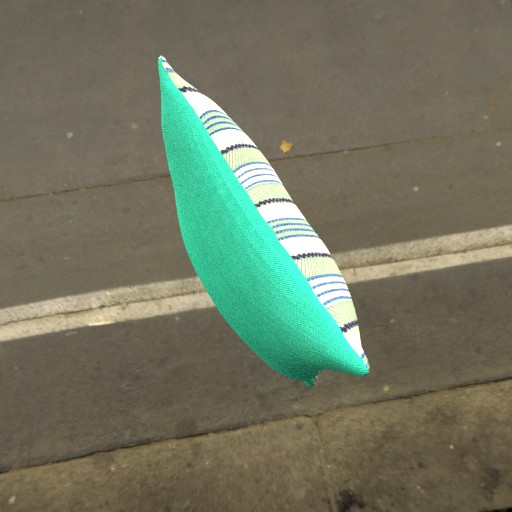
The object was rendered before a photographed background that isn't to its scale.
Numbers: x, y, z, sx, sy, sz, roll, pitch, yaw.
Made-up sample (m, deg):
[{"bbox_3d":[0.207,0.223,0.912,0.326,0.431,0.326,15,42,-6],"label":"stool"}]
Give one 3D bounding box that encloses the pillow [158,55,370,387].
[{"bbox_3d":[0.000,0.000,0.678,0.182,0.441,0.440,-30,76,-8],"label":"pillow"}]
